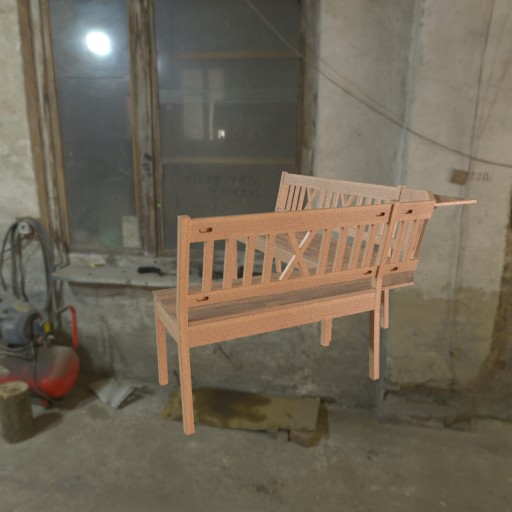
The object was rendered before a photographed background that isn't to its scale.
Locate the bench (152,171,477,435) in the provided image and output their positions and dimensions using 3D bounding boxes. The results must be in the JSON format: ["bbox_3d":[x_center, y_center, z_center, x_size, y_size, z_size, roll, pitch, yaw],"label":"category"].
[{"bbox_3d":[0.000,0.000,2.812,1.537,0.902,1.937,-7,16,-25],"label":"bench"}]
